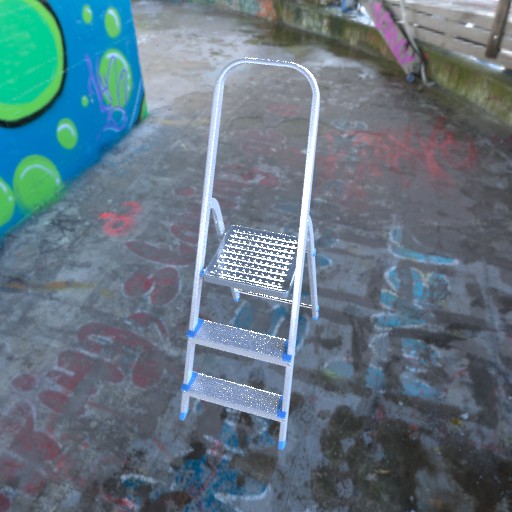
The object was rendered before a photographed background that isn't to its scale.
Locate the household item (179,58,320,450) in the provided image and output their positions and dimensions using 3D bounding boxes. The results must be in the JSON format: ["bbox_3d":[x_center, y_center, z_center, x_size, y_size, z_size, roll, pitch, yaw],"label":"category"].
[{"bbox_3d":[0.000,0.000,1.515,0.420,1.215,0.687,11,43,13],"label":"household item"}]
